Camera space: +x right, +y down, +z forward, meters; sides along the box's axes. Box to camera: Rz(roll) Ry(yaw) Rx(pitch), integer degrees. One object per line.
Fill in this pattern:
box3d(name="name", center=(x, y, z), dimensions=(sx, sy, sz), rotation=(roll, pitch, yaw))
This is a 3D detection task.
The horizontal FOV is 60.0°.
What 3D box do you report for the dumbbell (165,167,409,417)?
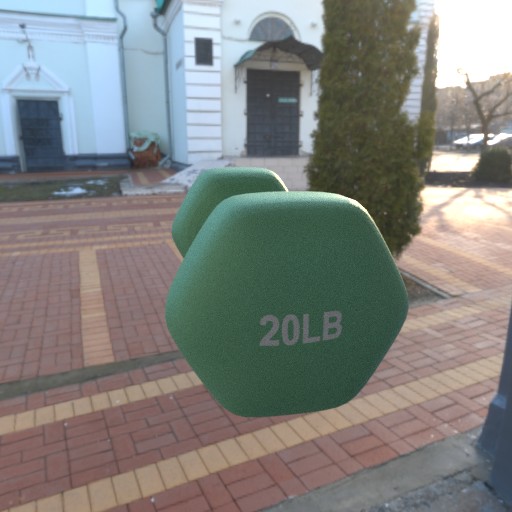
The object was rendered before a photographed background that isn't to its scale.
box3d(name="dumbbell", center=(0.000, 0.000, 0.329), dimensions=(0.129, 0.117, 0.260), rotation=(-2, 15, -9))
